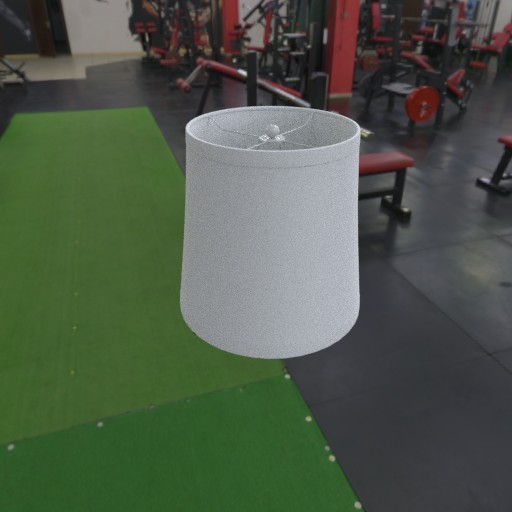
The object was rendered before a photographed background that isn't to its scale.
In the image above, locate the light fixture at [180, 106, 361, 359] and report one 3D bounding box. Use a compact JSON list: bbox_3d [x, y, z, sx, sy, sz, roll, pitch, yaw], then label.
[{"bbox_3d":[0.000,0.000,0.270,0.100,0.172,0.157,-8,32,-13],"label":"light fixture"}]
